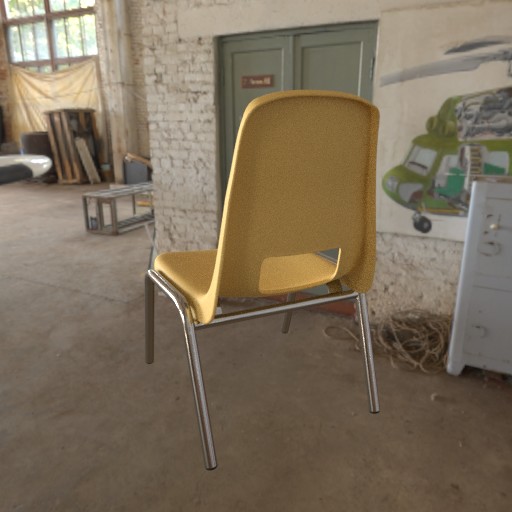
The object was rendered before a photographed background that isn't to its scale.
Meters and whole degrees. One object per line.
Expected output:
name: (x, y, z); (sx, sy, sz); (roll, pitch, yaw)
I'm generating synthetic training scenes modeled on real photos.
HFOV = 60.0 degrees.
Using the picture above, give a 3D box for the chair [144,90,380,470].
chair: (0.000, 0.000, 0.796); (0.354, 0.536, 0.385); (-8, 18, -25)
